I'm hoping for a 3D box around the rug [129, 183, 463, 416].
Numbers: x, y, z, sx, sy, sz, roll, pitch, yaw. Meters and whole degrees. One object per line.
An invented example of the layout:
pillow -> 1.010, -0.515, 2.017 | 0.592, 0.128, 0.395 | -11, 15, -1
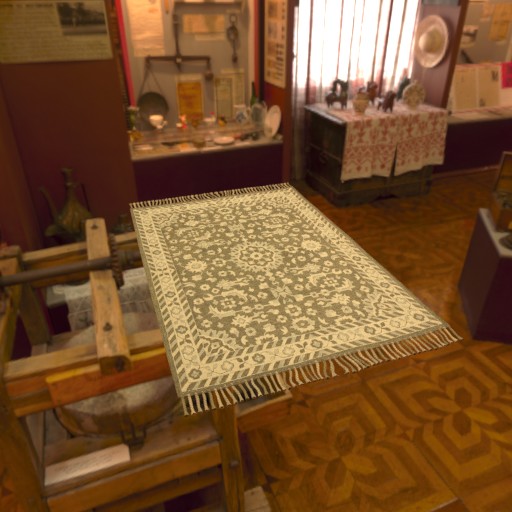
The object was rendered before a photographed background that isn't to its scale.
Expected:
rug -> 0.000, 0.000, 3.126 | 1.530, 0.025, 2.431 | -10, 32, -17
